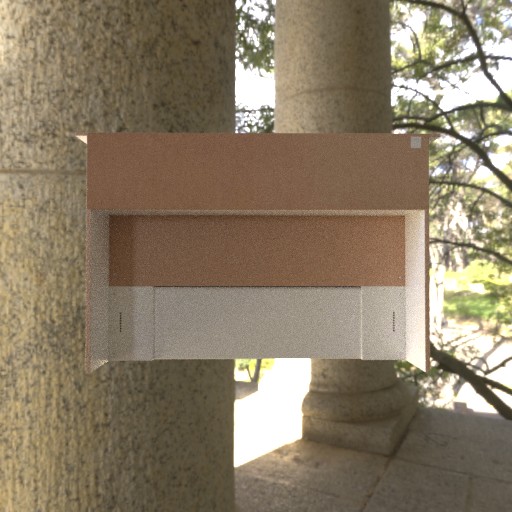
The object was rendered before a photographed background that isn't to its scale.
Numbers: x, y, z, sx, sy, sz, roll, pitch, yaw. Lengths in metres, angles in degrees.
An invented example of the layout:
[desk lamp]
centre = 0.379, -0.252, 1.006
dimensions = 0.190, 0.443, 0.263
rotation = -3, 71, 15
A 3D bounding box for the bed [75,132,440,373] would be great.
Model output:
[bed]
centre = 0.000, 0.000, 3.084
dimensions = 1.671, 1.092, 2.133
rotation = 0, -1, -1
